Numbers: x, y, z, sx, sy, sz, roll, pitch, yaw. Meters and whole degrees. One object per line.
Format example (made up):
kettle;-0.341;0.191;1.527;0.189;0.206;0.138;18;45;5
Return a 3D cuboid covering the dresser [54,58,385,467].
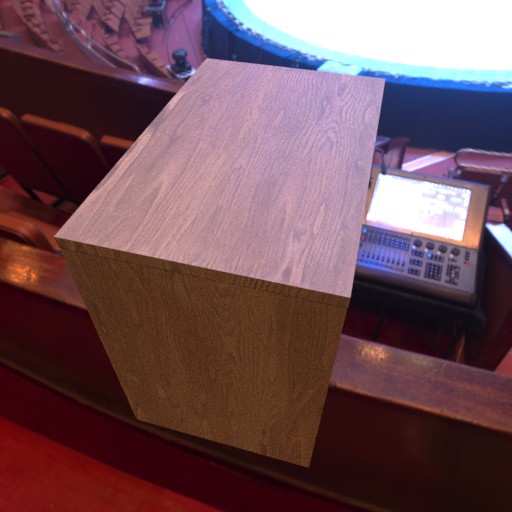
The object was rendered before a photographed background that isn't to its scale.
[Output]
dresser;0.000;0.000;1.290;0.529;0.762;0.809;11;47;11
